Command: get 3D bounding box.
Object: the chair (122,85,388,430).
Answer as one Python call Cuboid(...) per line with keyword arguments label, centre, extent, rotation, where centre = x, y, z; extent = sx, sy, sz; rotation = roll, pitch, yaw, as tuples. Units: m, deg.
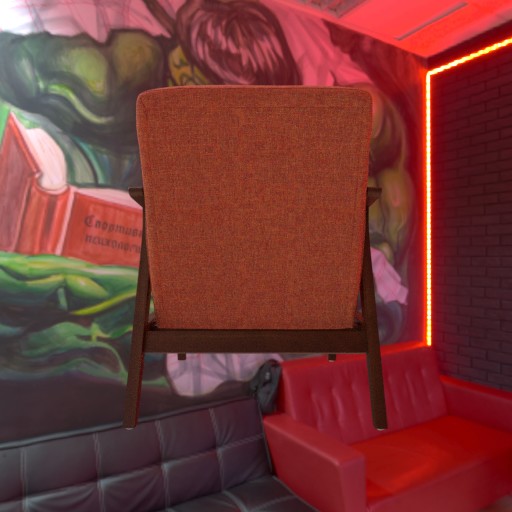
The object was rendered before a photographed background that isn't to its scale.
Cuboid(label="chair", centre=(0.000, 0.000, 1.498), extent=(0.719, 0.890, 0.860), rotation=(0, -1, 0))
